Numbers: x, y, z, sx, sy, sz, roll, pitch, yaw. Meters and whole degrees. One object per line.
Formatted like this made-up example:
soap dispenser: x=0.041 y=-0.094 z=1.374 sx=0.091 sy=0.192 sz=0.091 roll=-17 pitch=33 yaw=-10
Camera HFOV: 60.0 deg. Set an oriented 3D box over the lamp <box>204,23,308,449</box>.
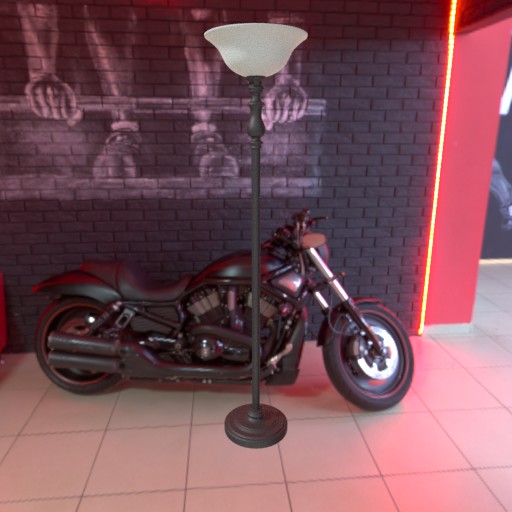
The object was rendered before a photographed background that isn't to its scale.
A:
lamp: x=0.000 y=0.000 z=1.980 sx=0.405 sy=1.797 sz=0.405 roll=8 pitch=17 yaw=26
